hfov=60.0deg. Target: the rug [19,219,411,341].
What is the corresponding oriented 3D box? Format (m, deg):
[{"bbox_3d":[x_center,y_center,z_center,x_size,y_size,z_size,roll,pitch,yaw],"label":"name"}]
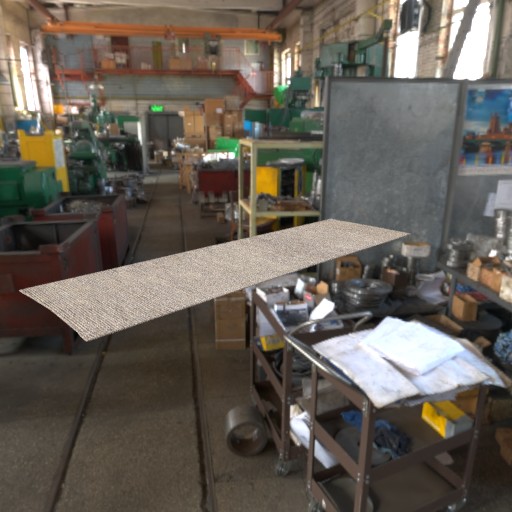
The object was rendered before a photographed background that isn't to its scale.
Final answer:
[{"bbox_3d":[0.000,0.000,2.561,2.335,0.013,0.697,-15,22,-41],"label":"rug"}]
